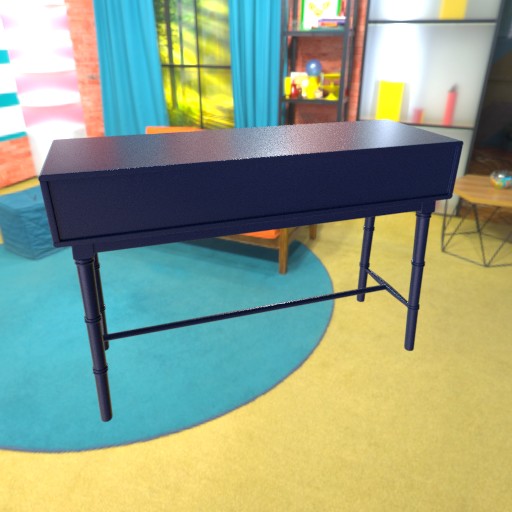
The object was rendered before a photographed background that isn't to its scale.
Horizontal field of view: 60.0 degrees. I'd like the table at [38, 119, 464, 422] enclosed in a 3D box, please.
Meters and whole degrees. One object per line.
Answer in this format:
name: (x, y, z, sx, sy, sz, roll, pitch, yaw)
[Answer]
table: (0.000, 0.000, 1.443, 1.118, 0.749, 0.399, -8, 28, -16)
